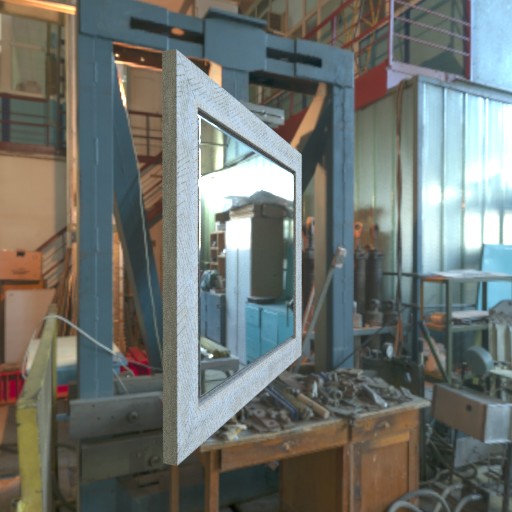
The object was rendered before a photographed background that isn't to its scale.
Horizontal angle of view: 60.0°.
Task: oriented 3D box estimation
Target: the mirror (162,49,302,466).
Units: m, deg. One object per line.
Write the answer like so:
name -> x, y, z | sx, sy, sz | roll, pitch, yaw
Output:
mirror -> 0.000, 0.000, 1.127 | 0.028, 0.689, 0.839 | 0, 0, 20
